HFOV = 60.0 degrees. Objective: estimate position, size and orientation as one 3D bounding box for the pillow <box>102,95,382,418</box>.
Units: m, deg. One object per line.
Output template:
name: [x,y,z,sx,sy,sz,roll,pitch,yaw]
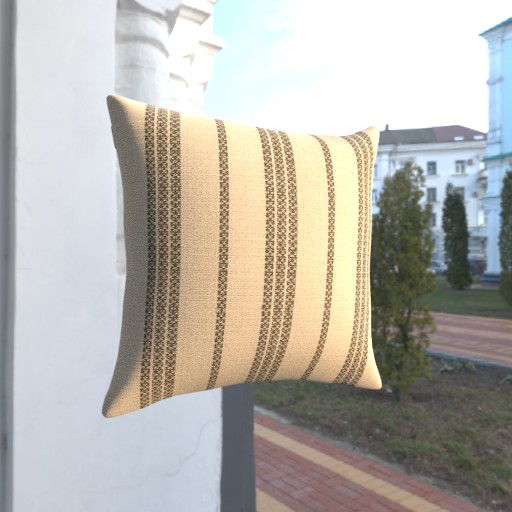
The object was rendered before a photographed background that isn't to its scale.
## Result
pillow: [0.000,0.000,0.620,0.405,0.406,0.173,0,-1,-19]
